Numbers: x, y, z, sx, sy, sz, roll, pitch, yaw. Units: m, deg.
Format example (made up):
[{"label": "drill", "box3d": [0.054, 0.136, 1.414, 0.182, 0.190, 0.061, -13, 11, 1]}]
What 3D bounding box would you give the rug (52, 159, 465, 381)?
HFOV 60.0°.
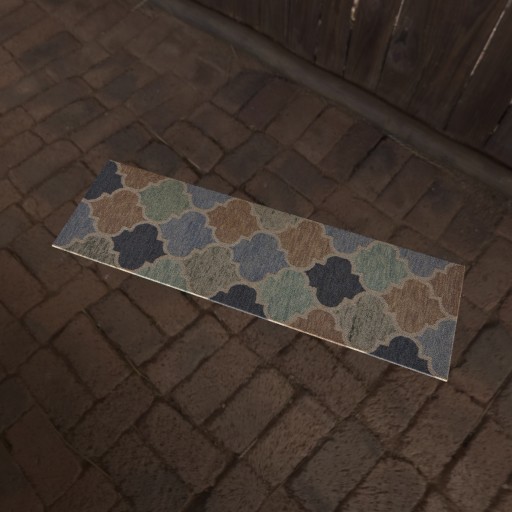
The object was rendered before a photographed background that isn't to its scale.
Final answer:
[{"label": "rug", "box3d": [0.000, 0.000, 2.555, 2.287, 0.011, 0.687, 18, 64, 9]}]
